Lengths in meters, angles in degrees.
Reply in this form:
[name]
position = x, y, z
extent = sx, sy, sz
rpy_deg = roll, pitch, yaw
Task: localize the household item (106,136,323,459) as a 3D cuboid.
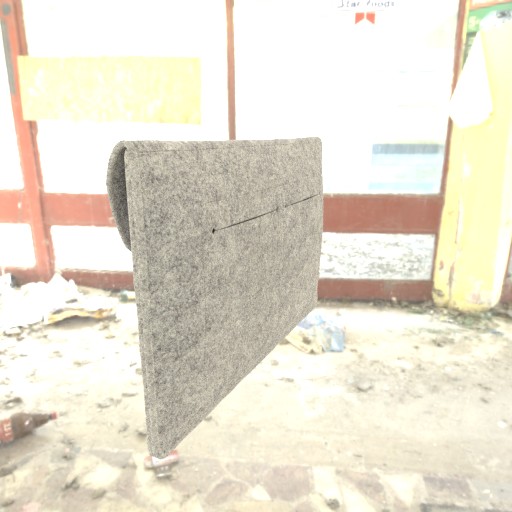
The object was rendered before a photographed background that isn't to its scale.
[household item]
position = 0.000, 0.000, 0.427
extent = 0.057, 0.221, 0.335
rpy_deg = 8, 17, 26
